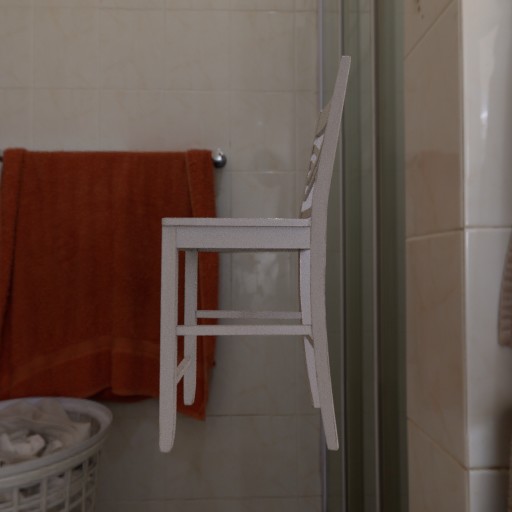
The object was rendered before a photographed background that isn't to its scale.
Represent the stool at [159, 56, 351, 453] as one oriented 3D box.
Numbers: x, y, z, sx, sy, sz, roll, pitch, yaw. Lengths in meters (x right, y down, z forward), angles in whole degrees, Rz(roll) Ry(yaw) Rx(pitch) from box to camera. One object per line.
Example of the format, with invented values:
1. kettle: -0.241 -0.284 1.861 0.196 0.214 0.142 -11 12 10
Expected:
1. stool: 0.000 0.000 1.418 0.539 1.079 0.462 0 -1 0
